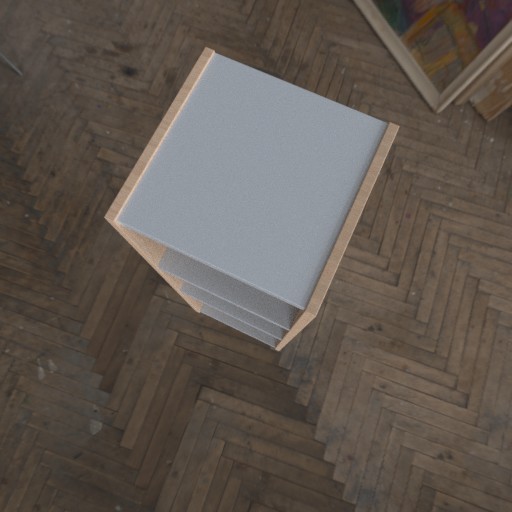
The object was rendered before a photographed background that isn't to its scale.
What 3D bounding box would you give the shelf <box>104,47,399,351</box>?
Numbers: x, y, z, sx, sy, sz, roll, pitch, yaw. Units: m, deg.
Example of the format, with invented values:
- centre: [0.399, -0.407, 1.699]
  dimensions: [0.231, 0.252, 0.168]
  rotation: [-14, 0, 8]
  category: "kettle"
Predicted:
- centre: [0.000, 0.000, 1.027]
  dimensions: [0.300, 0.900, 0.290]
  rotation: [25, 77, 6]
  category: "shelf"
